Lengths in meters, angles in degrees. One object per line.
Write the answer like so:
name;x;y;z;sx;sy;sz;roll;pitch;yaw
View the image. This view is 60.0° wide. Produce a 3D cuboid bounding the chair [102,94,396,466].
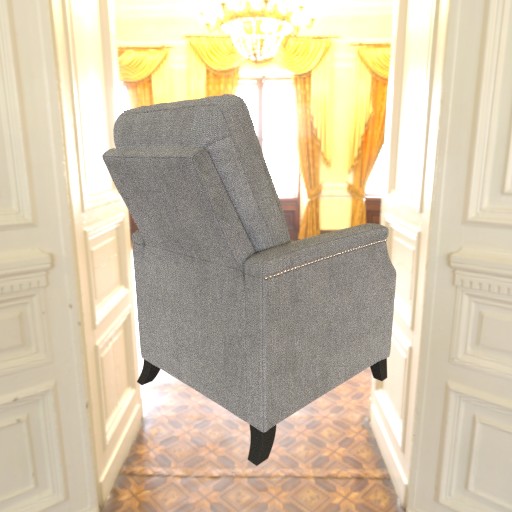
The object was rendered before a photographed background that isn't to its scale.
chair;0.000;0.000;1.650;0.922;1.049;0.710;-13;18;-43
